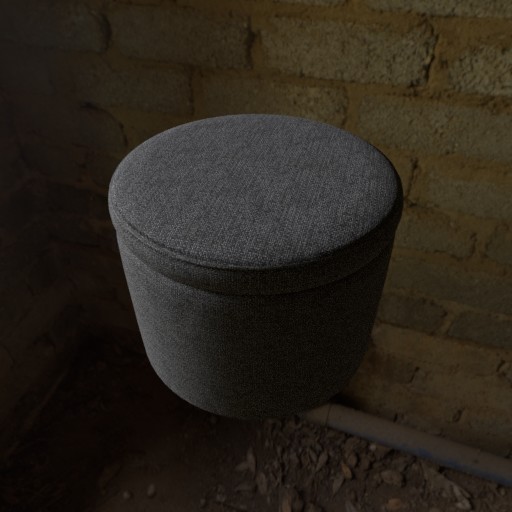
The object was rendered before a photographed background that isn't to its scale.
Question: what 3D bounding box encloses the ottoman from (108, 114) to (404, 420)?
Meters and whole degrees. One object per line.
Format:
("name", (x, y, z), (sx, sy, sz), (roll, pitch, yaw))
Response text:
("ottoman", (0.000, 0.000, 0.915), (0.520, 0.430, 0.520), (0, 41, 0))
